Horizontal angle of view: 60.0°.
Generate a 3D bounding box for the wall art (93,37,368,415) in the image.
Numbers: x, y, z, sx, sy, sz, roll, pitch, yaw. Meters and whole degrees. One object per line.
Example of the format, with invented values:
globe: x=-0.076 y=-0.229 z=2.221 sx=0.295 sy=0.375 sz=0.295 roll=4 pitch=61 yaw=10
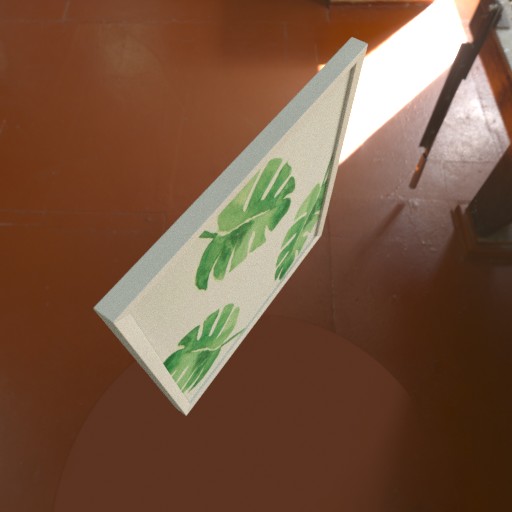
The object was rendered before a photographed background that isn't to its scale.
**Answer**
wall art: x=0.000 y=0.000 z=1.119 sx=0.040 sy=0.762 sz=0.762 roll=32 pitch=65 yaw=16
